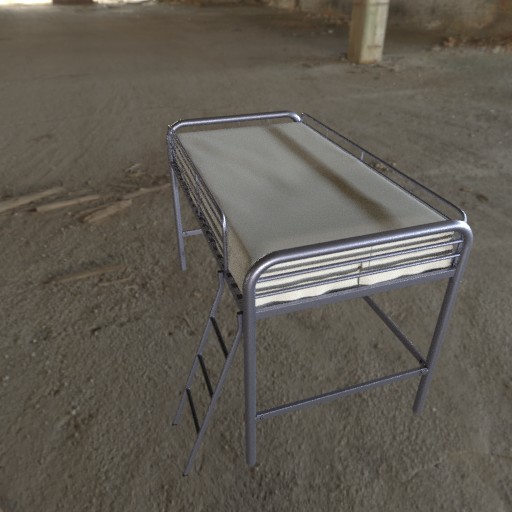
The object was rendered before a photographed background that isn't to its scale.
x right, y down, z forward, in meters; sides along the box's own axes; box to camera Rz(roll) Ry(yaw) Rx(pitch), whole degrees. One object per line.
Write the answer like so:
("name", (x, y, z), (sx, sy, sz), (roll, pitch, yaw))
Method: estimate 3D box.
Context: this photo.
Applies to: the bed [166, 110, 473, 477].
("bed", (0.000, 0.000, 2.860), (1.415, 1.288, 1.965), (-10, 34, -16))
